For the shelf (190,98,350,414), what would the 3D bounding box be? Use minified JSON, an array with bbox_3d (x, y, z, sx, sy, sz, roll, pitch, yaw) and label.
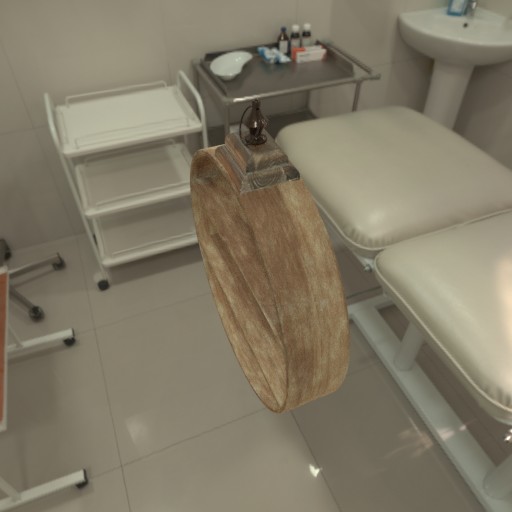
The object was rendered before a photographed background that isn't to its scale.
[{"bbox_3d":[0.000,0.000,0.982,0.125,0.725,0.601,-17,47,-16],"label":"shelf"}]
